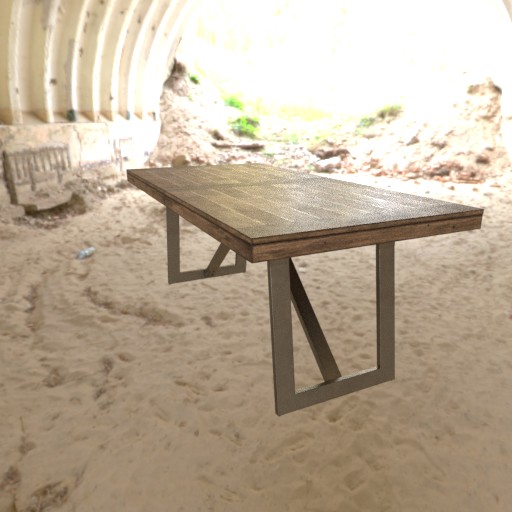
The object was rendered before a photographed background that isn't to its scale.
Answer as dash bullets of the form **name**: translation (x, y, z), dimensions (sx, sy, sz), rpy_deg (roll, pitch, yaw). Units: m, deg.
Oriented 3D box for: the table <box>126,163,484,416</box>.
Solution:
- **table**: translation (0.000, 0.000, 2.327), dimensions (0.931, 0.757, 1.867), rpy_deg (-8, 19, -25)
